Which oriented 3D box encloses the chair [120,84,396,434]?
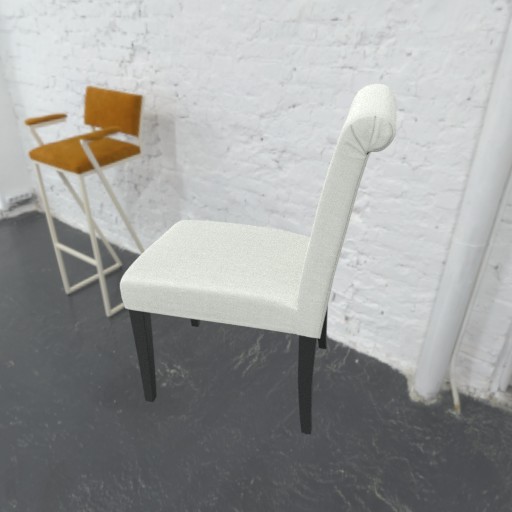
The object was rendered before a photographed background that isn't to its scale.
[{"bbox_3d":[0.000,0.000,1.379,0.708,0.976,0.452,7,30,13],"label":"chair"}]
